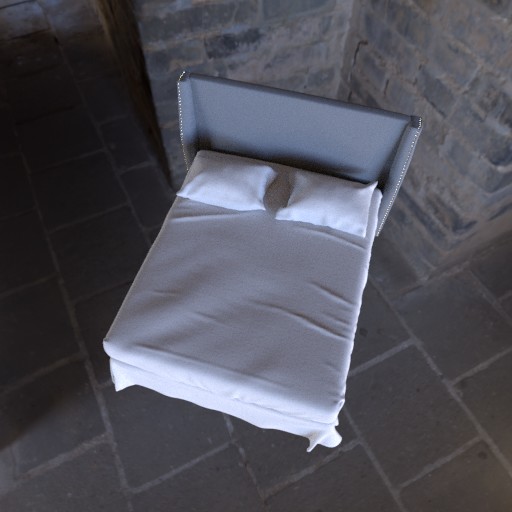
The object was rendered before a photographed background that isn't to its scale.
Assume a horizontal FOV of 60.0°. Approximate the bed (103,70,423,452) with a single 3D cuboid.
[{"bbox_3d":[0.000,0.000,3.393,1.925,1.332,2.276,14,60,9],"label":"bed"}]
